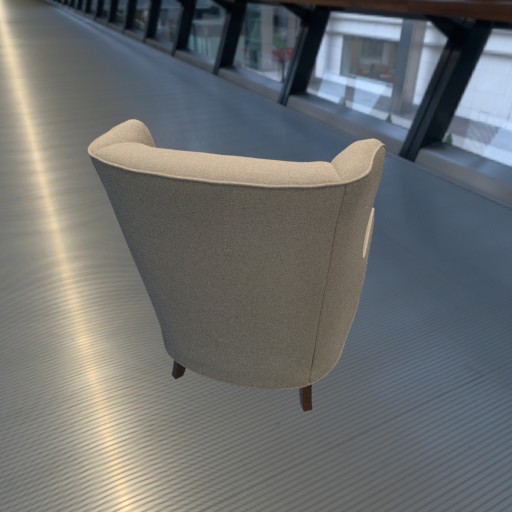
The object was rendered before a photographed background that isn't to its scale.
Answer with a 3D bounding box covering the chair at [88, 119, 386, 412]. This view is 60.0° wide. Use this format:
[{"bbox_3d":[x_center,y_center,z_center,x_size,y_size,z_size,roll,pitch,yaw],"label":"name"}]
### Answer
[{"bbox_3d":[0.000,0.000,1.699,0.838,1.040,0.966,9,32,15],"label":"chair"}]
